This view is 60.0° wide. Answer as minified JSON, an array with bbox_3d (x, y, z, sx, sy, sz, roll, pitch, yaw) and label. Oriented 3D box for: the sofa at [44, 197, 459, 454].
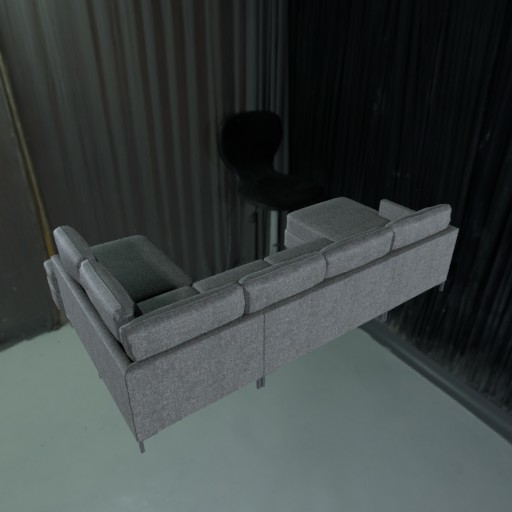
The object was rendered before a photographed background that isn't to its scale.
[{"bbox_3d":[0.000,0.000,4.262,3.423,0.999,2.048,-20,35,-30],"label":"sofa"}]
